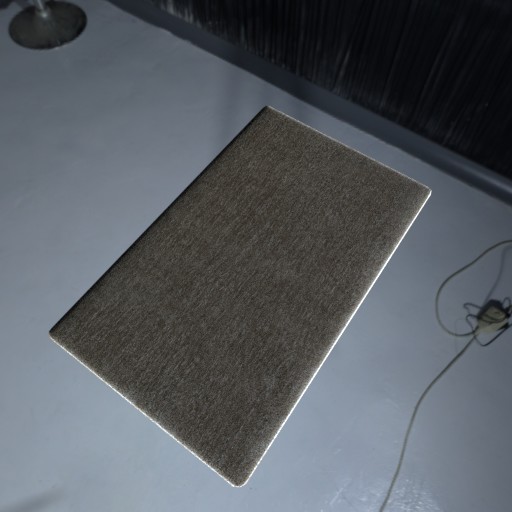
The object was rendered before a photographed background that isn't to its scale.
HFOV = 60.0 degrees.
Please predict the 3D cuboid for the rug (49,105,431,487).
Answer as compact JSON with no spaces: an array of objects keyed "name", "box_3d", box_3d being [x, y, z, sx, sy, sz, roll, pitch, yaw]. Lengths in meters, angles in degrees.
[{"name":"rug","box_3d":[0.000,0.000,3.086,1.539,0.024,2.469,32,67,16]}]
